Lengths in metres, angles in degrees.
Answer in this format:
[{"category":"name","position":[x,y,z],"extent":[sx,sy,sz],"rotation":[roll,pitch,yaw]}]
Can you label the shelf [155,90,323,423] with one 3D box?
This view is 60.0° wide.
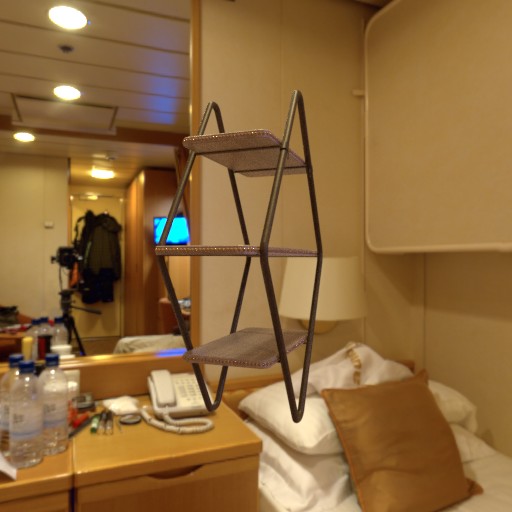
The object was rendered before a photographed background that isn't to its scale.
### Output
[{"category":"shelf","position":[0.000,0.000,1.082],"extent":[0.234,0.774,0.609],"rotation":[0,0,20]}]
